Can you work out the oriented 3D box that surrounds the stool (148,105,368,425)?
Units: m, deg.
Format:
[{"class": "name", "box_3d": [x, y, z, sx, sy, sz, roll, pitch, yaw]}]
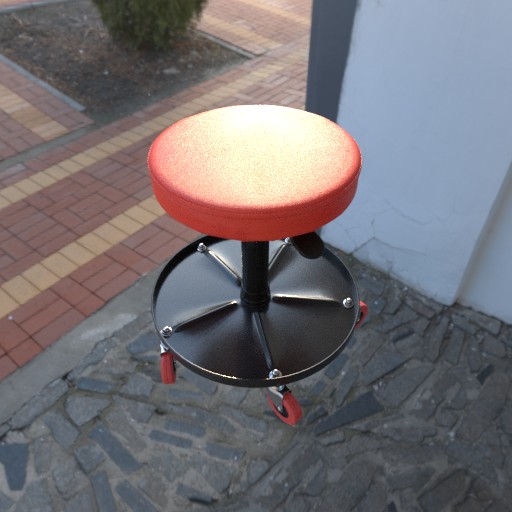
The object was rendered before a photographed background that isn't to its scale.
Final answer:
[{"class": "stool", "box_3d": [0.000, 0.000, 0.683, 0.381, 0.365, 0.382, -24, 48, -24]}]
